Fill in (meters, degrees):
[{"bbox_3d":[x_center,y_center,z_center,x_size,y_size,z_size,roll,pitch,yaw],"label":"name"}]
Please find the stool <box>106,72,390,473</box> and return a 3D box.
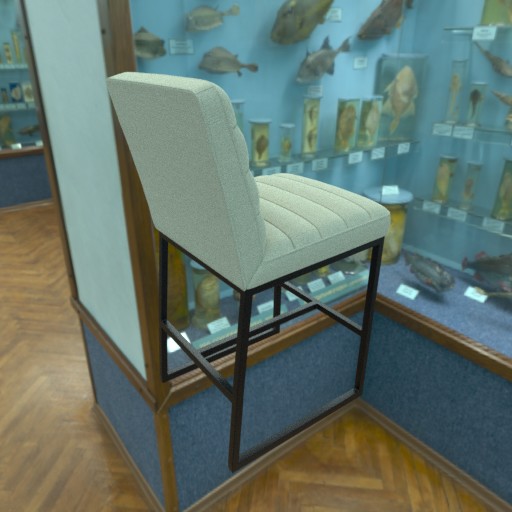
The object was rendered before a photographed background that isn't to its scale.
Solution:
[{"bbox_3d":[0.000,0.000,1.221,0.560,0.940,0.460,-17,30,-32],"label":"stool"}]
